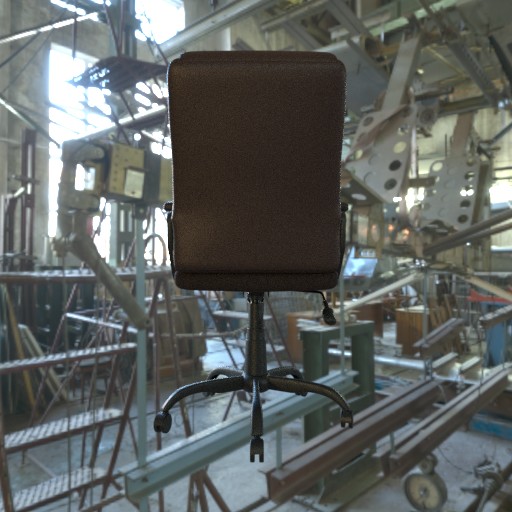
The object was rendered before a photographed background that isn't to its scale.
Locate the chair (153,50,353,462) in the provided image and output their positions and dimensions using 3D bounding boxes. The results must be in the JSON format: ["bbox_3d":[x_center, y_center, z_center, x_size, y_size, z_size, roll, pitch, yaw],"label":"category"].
[{"bbox_3d":[0.000,0.000,1.436,0.615,1.072,0.655,0,-1,-1],"label":"chair"}]
